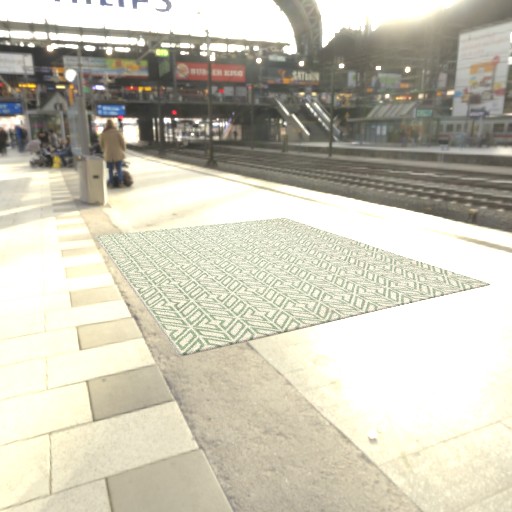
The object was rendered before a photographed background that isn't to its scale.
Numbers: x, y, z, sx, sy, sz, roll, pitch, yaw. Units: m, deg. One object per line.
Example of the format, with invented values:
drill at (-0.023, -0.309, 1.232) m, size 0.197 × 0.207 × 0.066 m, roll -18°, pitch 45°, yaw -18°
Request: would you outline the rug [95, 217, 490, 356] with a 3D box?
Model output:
rug at (0.000, 0.000, 4.124) m, size 2.441 × 0.017 × 3.050 m, roll -8°, pitch 17°, yaw -26°
